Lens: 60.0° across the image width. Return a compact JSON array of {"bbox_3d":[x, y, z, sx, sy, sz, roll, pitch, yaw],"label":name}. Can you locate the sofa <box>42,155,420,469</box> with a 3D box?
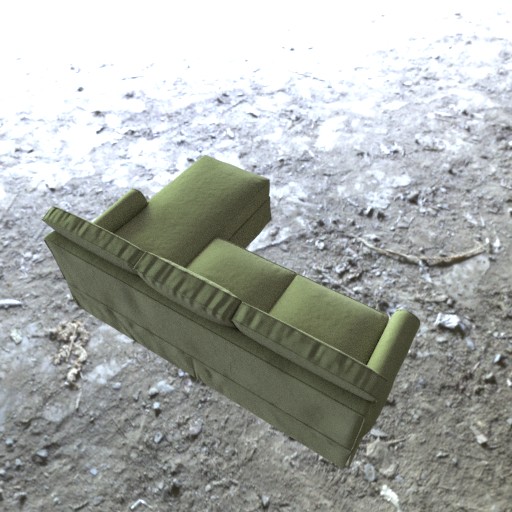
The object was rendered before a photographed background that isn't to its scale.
[{"bbox_3d":[0.000,0.000,3.313,2.475,0.978,1.733,25,52,21],"label":"sofa"}]
